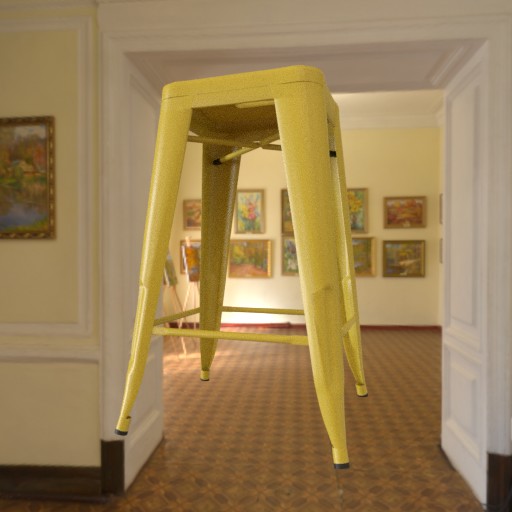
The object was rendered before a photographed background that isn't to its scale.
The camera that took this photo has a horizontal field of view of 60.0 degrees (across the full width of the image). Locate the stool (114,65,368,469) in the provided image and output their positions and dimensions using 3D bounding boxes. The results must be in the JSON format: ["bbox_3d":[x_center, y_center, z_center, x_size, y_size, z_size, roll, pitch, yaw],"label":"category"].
[{"bbox_3d":[0.000,0.000,0.856,0.399,0.609,0.359,0,1,18],"label":"stool"}]
